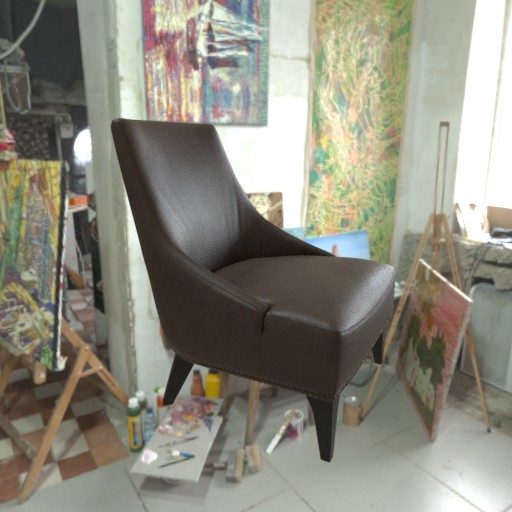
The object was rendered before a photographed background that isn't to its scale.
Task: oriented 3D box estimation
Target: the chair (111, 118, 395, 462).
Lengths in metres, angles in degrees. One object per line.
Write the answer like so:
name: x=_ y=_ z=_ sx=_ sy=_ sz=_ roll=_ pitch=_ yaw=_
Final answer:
chair: x=0.000 y=0.000 z=1.531 sx=0.861 sy=0.909 sz=0.701 roll=7 pitch=16 yaw=27
